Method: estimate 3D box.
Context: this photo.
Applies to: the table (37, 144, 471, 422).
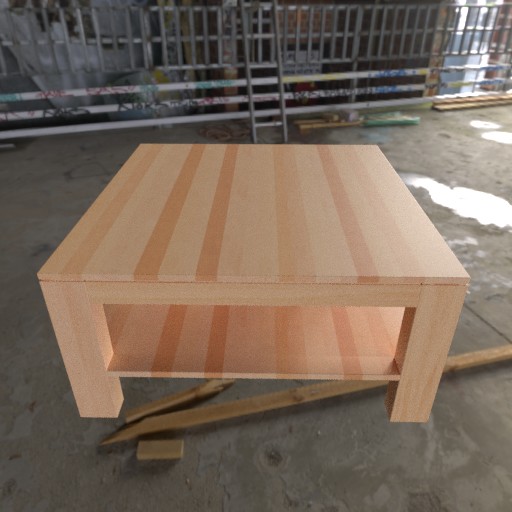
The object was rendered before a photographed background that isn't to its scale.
[{"bbox_3d":[0.000,0.000,1.419,0.900,0.450,0.900,1,31,1],"label":"table"}]
